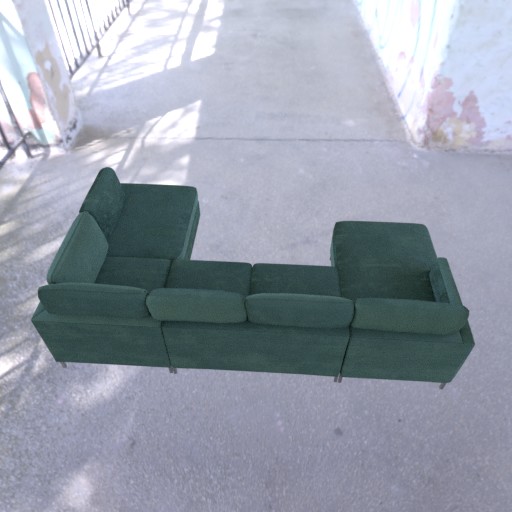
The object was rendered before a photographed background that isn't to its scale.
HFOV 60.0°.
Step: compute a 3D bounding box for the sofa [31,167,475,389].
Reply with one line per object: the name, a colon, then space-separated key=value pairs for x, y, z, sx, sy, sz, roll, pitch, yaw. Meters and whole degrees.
sofa: x=0.000 y=0.000 z=4.232 sx=3.434 sy=0.992 sz=2.055 roll=2 pitch=46 yaw=2
